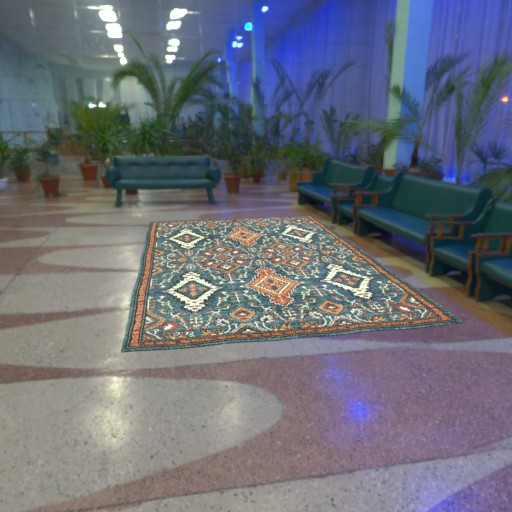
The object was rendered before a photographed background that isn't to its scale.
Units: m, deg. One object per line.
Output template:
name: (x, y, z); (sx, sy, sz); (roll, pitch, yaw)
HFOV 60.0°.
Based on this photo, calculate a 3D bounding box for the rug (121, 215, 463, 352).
rug: (0.000, 0.000, 4.283); (2.190, 0.008, 3.371); (-3, 18, -10)
